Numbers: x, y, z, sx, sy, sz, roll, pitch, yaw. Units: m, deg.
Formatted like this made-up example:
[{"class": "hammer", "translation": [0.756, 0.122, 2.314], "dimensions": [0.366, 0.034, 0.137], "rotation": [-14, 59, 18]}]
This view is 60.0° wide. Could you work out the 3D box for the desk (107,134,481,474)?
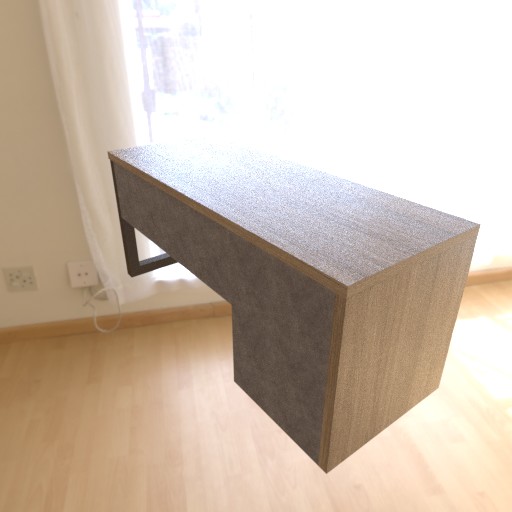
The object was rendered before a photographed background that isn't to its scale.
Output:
[{"class": "desk", "translation": [0.000, 0.000, 2.116], "dimensions": [0.690, 0.760, 1.700], "rotation": [-20, 34, -32]}]
